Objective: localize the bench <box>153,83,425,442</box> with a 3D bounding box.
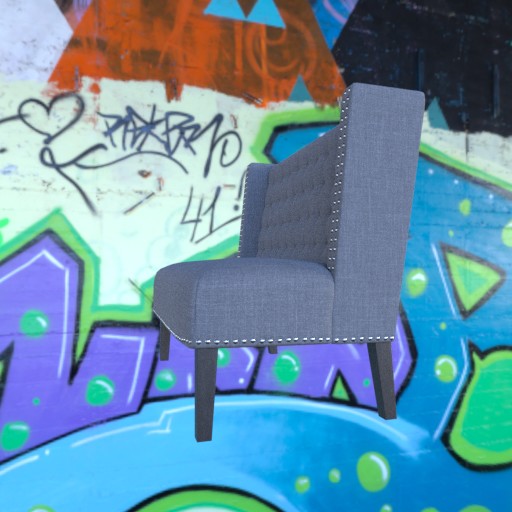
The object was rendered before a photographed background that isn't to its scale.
[{"bbox_3d":[0.000,0.000,1.993,0.842,1.121,1.276,0,-1,-17],"label":"bench"}]
